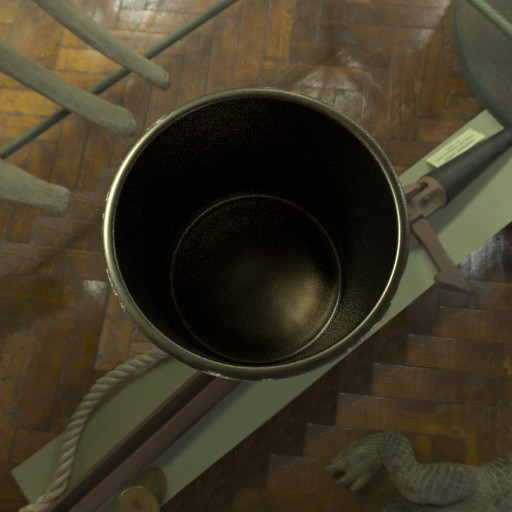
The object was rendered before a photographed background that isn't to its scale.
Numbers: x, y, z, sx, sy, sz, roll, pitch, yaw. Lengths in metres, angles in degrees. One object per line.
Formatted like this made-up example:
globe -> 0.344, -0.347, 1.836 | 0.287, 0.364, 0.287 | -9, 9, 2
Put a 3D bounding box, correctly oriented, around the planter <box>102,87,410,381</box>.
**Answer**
planter -> 0.000, 0.000, 0.406 | 0.221, 0.201, 0.221 | 0, 76, 0
